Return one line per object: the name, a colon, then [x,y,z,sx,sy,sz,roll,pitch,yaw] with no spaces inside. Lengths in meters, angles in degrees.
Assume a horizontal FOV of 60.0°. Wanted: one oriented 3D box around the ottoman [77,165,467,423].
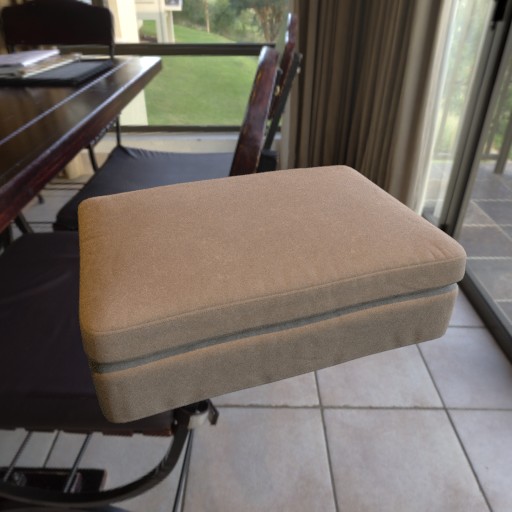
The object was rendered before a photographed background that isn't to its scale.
ottoman: [0.000,0.000,1.623,1.199,0.429,0.840,-10,34,-16]
